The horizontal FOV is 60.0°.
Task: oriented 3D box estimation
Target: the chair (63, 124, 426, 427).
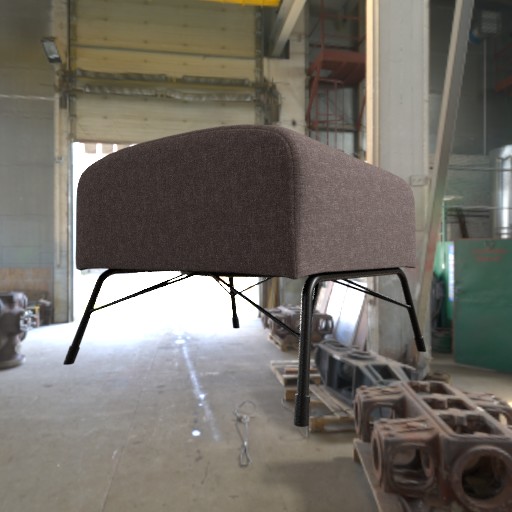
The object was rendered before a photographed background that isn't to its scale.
[{"bbox_3d":[0.000,0.000,0.899,0.530,0.410,0.530,0,0,36],"label":"chair"}]
